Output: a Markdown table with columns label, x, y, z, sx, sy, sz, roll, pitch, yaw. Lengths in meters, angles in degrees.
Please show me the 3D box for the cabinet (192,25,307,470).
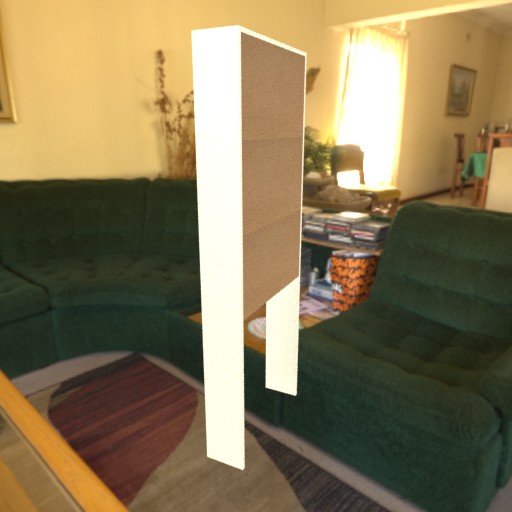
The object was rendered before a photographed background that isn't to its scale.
| label | x | y | z | sx | sy | sz | roll | pitch | yaw |
| --- | --- | --- | --- | --- | --- | --- | --- | --- | --- |
| cabinet | 0.000 | 0.000 | 2.019 | 0.192 | 1.770 | 0.643 | 8 | 18 | 25 |
